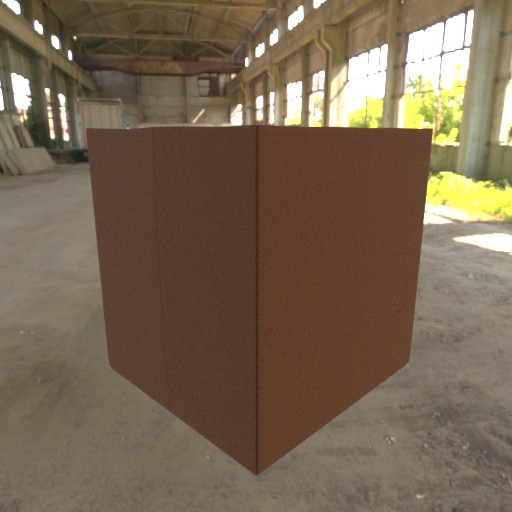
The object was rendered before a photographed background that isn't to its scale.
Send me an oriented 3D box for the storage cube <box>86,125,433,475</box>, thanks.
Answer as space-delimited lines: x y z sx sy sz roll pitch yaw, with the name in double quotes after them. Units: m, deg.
0.000 0.000 0.505 0.270 0.280 0.270 -15 21 -43 "storage cube"
